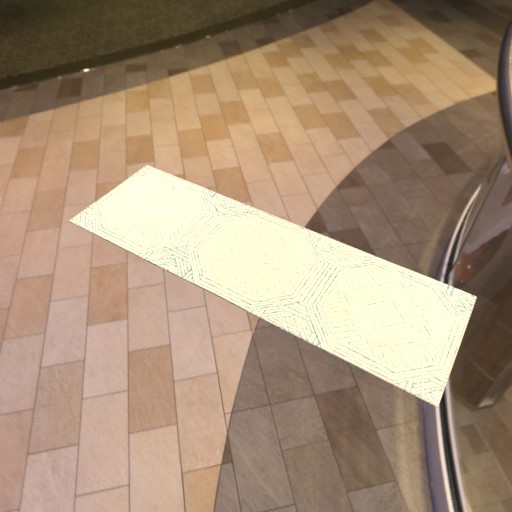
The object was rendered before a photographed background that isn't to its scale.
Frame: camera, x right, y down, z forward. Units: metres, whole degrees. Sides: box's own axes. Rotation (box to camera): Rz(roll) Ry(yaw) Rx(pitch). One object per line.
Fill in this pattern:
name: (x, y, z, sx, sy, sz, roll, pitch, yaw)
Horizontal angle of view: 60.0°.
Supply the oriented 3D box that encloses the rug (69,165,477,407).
rug: (0.000, 0.000, 2.721, 2.452, 0.012, 0.775, 24, 50, 22)
